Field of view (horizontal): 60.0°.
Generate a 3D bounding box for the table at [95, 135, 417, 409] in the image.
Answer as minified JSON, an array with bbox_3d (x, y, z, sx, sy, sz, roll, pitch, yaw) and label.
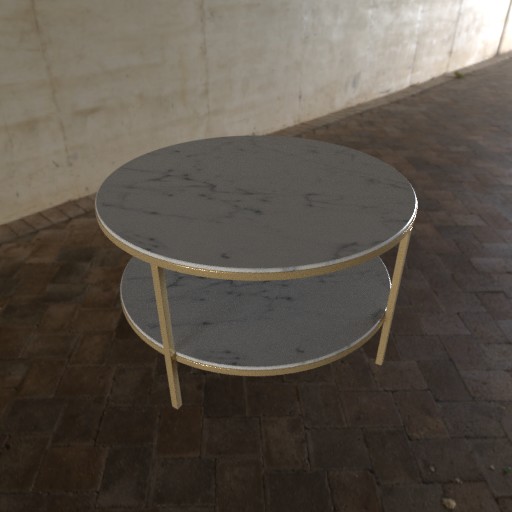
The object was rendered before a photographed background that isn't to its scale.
[{"bbox_3d":[0.000,0.000,1.266,0.800,0.450,0.800,0,33,0],"label":"table"}]
